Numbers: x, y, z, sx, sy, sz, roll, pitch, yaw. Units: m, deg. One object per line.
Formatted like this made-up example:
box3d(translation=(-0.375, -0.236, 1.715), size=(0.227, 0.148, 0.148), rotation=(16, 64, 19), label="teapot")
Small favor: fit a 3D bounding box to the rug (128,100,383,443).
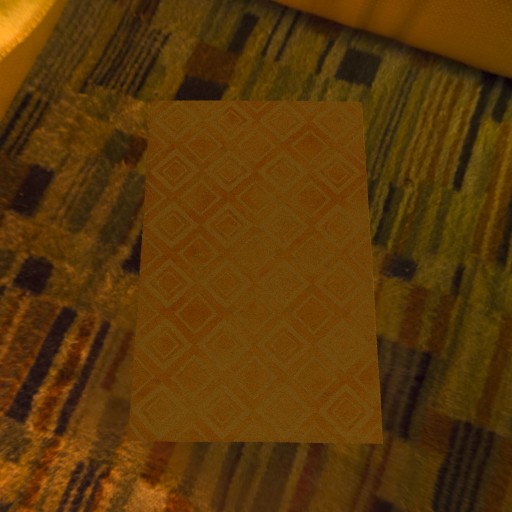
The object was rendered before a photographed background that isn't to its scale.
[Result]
box3d(translation=(0.000, 0.000, 2.323), size=(1.213, 0.010, 1.829), rotation=(0, 76, 0), label="rug")
